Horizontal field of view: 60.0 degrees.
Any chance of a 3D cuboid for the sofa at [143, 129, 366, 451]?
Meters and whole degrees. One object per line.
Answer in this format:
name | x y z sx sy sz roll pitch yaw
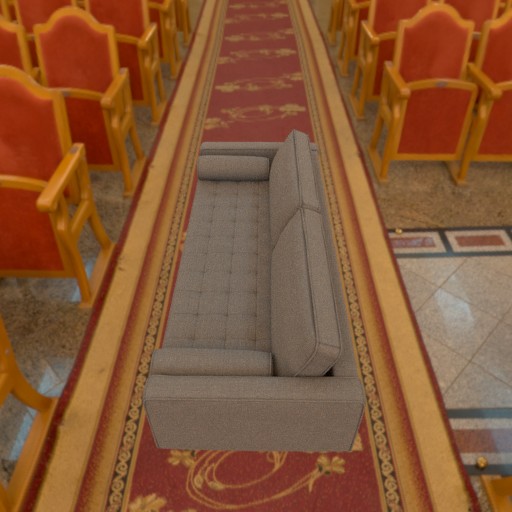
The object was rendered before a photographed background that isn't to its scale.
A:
sofa | 0.000 0.000 2.685 0.914 0.762 2.198 1 41 1
